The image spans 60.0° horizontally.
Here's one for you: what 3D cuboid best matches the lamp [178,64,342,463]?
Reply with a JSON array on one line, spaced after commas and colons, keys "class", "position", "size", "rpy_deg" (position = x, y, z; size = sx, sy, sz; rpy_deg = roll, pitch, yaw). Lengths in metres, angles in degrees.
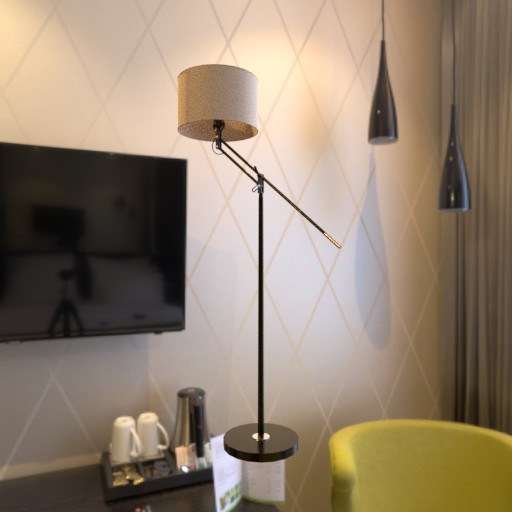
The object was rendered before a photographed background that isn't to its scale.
[{"class": "lamp", "position": [0.000, 0.000, 1.931], "size": [0.809, 1.635, 0.373], "rpy_deg": [0, 0, 36]}]
